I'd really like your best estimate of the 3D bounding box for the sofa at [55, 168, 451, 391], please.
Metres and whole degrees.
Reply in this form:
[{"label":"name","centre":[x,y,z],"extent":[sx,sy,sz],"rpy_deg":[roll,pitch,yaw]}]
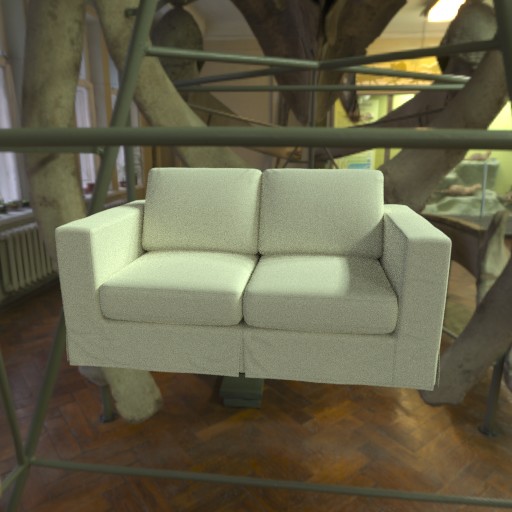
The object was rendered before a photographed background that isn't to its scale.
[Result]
[{"label":"sofa","centre":[0.000,0.000,2.476],"extent":[1.813,0.932,1.009],"rpy_deg":[2,15,7]}]
